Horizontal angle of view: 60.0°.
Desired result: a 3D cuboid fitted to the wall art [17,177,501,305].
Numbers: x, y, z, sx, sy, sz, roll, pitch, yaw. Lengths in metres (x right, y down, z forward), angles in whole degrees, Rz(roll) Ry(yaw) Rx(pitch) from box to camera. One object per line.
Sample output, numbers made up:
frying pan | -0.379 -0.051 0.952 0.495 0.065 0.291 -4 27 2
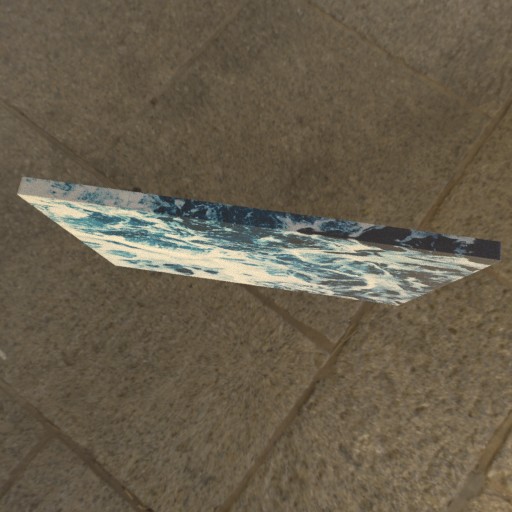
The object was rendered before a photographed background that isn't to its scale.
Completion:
wall art | 0.000 0.000 1.126 0.915 0.610 0.042 8 76 2
